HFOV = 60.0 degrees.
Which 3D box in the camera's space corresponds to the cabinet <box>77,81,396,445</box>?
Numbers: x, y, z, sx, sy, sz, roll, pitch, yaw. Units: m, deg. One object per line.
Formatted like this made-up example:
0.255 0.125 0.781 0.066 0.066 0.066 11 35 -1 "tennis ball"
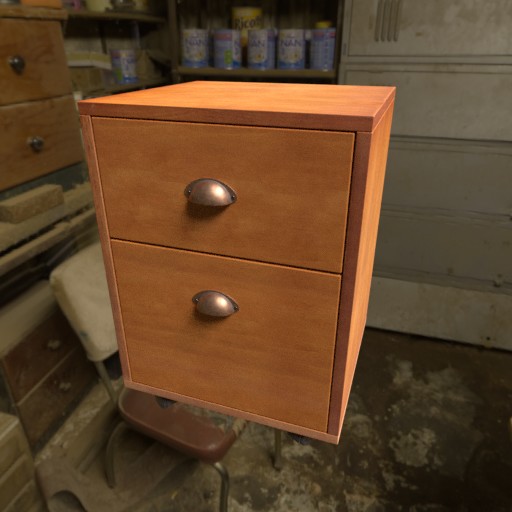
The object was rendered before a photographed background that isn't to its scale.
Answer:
0.000 0.000 0.838 0.409 0.579 0.401 9 27 17 "cabinet"
